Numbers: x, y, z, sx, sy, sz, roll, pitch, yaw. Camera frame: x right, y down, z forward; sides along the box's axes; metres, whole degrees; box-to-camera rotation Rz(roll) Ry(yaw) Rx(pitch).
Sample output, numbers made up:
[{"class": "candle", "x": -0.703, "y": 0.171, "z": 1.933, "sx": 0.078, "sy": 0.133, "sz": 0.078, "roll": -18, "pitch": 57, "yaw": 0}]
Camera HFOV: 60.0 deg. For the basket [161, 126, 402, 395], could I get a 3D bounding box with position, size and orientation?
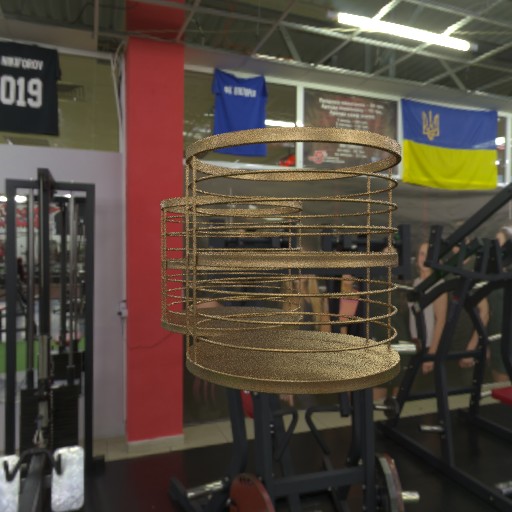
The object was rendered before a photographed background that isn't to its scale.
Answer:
[{"class": "basket", "x": 0.000, "y": 0.000, "z": 0.941, "sx": 0.356, "sy": 0.351, "sz": 0.746, "roll": 0, "pitch": 1, "yaw": -18}]
